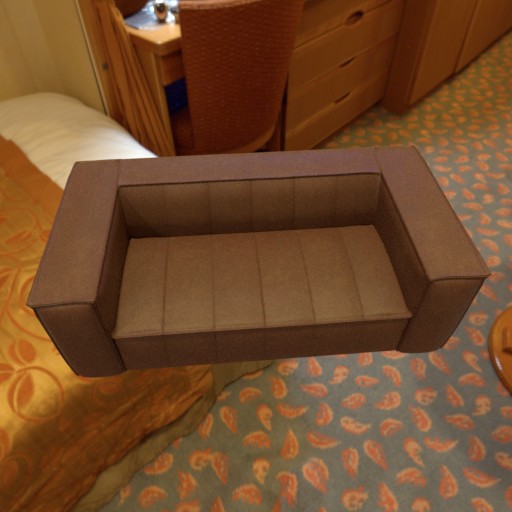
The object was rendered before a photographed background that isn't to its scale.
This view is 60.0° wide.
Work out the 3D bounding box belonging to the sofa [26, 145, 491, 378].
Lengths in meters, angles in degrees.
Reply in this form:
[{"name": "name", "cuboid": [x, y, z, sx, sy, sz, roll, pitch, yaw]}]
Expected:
[{"name": "sofa", "cuboid": [0.000, 0.000, 2.528, 2.088, 0.703, 1.102, -4, 48, -3]}]
